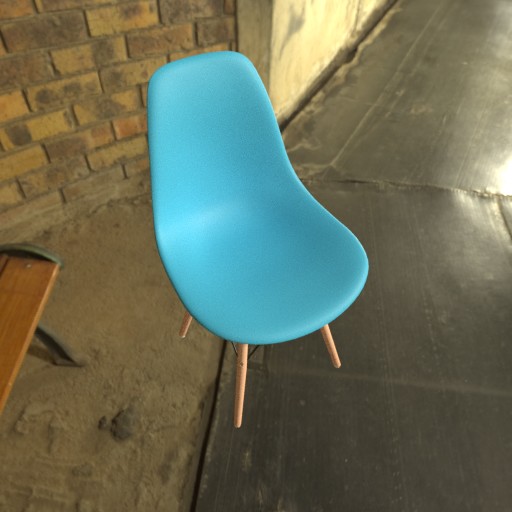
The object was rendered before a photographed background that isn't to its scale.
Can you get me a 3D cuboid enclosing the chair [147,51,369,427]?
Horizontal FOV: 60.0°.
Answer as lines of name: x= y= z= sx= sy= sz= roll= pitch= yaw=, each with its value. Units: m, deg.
chair: x=0.000 y=0.000 z=1.130 sx=0.470 sy=0.826 sz=0.531 roll=-24 pitch=50 yaw=-22
